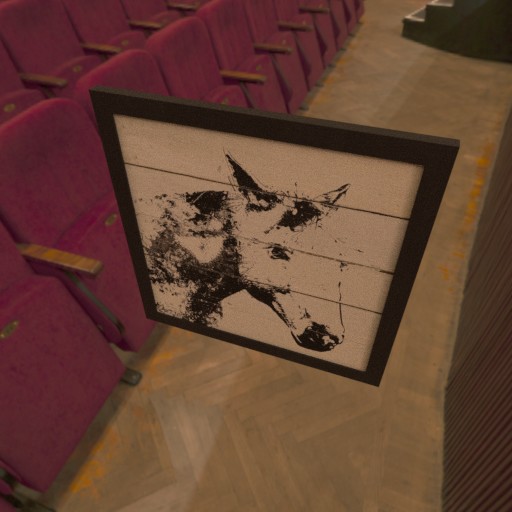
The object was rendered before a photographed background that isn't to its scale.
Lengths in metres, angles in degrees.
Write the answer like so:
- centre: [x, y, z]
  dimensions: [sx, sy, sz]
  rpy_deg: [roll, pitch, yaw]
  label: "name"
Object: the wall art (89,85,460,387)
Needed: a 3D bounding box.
- centre: [0.000, 0.000, 1.505]
  dimensions: [1.016, 1.016, 0.038]
  rpy_deg: [13, 44, 15]
  label: "wall art"
